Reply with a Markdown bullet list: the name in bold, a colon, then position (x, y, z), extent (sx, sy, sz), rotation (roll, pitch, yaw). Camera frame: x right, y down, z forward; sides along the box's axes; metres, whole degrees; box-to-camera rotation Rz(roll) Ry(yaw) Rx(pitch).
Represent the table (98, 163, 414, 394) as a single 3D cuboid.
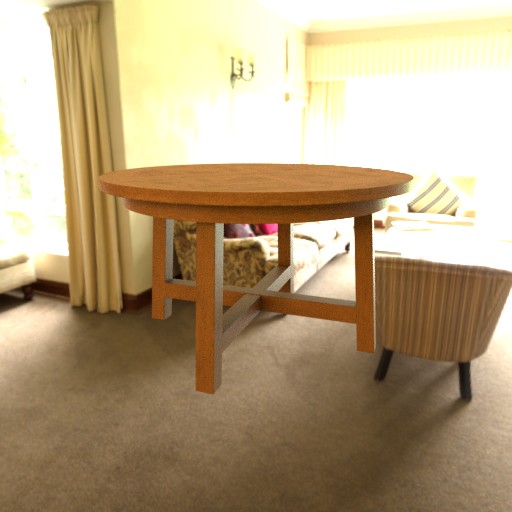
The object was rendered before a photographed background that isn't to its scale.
- **table**: position (0.000, 0.000, 2.060), extent (1.319, 0.762, 1.319), rotation (0, 16, 0)
